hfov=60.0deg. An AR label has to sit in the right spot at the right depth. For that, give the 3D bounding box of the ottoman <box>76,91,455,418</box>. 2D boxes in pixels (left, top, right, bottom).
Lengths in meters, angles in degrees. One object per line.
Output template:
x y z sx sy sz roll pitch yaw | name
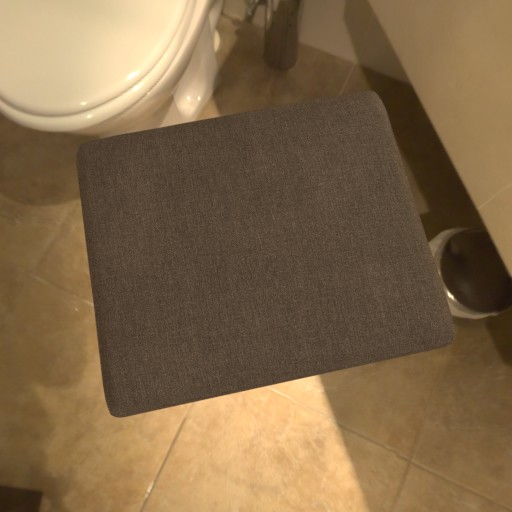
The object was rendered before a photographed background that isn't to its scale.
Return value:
0.000 0.000 1.244 0.821 0.474 0.693 -11 76 -3 | ottoman
